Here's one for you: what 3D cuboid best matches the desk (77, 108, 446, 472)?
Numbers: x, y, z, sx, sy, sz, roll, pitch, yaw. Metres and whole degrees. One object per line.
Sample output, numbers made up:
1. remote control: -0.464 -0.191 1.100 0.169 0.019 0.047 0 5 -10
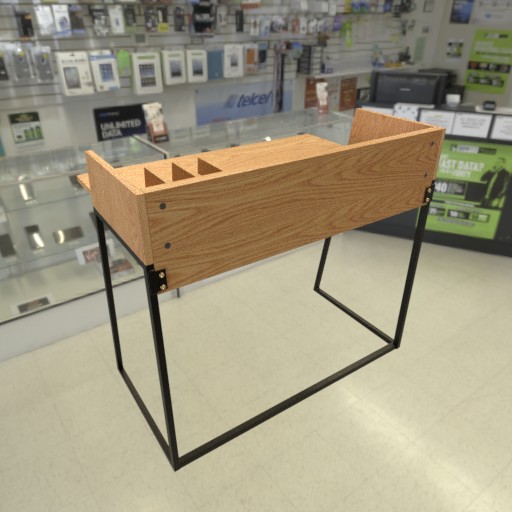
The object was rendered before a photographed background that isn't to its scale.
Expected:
1. desk: 0.000 0.000 1.879 1.191 1.061 0.769 -18 34 -29
